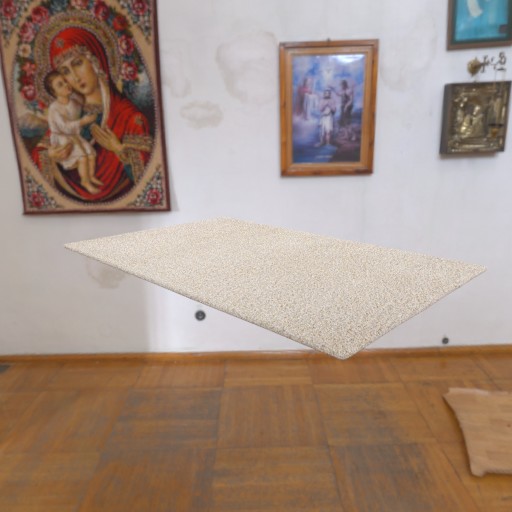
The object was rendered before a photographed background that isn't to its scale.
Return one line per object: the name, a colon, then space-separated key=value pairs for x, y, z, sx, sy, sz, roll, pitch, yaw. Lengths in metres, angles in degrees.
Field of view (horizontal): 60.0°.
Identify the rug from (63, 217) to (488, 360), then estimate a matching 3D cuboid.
rug: x=0.000 y=0.000 z=3.359 sx=2.743 sy=0.030 sz=1.778 roll=15 pitch=21 yaw=42
